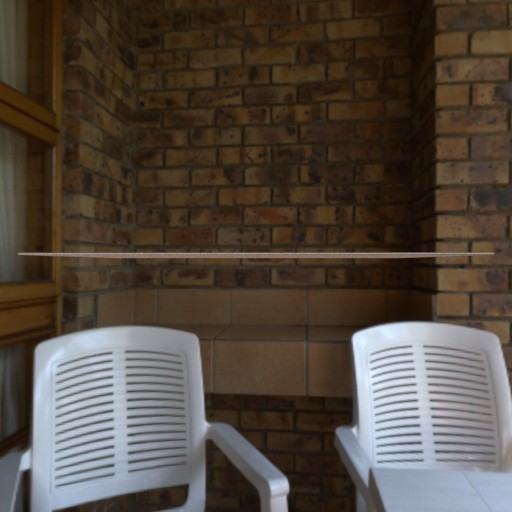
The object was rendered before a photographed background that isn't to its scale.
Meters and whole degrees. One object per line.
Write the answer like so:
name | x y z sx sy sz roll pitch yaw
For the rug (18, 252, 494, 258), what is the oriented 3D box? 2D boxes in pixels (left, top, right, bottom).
rug | 0.000 0.000 3.032 2.438 0.012 1.524 0 -1 1
